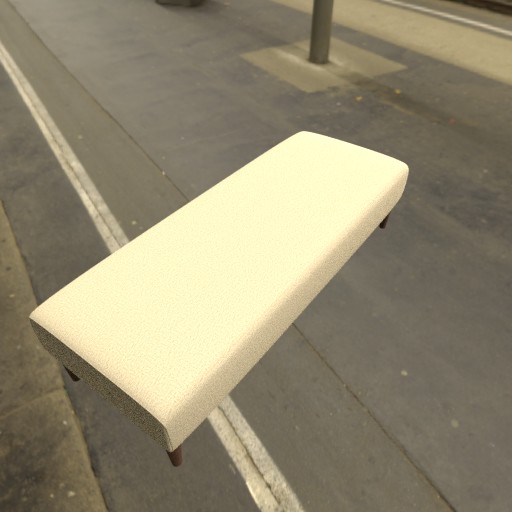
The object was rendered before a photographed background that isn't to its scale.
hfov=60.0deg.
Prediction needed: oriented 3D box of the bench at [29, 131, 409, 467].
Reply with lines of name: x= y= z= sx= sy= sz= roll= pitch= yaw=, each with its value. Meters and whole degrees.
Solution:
bench: x=0.000 y=0.000 z=1.835 sx=0.646 sy=0.393 sz=1.609 roll=26 pitch=48 yaw=27
